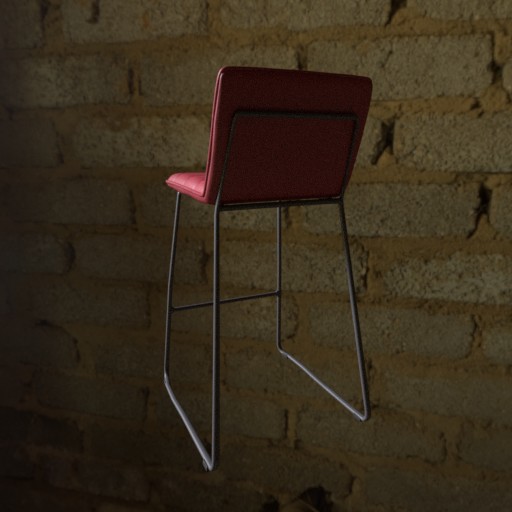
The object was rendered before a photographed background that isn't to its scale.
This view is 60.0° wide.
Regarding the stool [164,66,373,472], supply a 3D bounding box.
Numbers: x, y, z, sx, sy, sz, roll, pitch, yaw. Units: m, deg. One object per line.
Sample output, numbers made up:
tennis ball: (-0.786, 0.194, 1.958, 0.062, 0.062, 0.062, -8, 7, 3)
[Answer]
stool: (0.000, 0.000, 1.278, 0.489, 0.937, 0.524, -7, 16, -25)
